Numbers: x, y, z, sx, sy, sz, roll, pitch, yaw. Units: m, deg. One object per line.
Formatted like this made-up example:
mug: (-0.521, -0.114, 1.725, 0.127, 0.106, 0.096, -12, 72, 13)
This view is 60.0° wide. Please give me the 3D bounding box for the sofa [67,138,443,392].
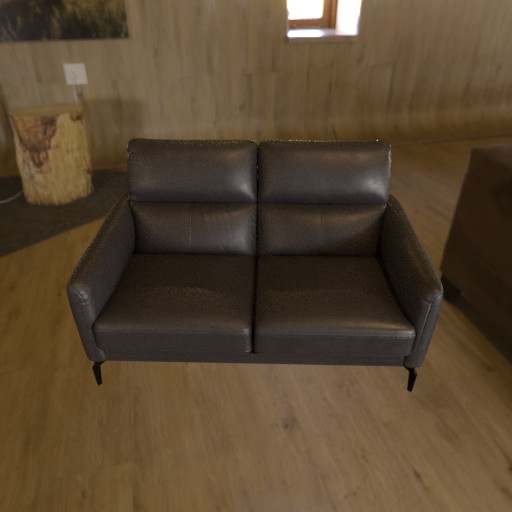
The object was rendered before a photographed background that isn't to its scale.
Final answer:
sofa: (0.000, 0.000, 2.209, 1.596, 0.920, 0.958, 1, 31, 1)
